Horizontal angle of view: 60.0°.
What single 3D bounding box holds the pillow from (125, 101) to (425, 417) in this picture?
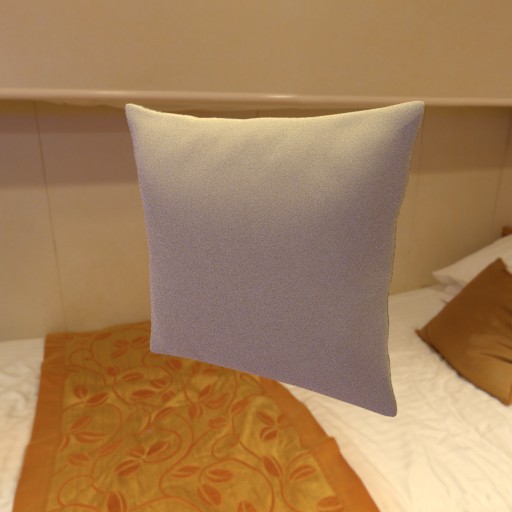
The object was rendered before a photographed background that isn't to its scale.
[{"bbox_3d":[0.000,0.000,0.778,0.523,0.510,0.166,9,20,25],"label":"pillow"}]
